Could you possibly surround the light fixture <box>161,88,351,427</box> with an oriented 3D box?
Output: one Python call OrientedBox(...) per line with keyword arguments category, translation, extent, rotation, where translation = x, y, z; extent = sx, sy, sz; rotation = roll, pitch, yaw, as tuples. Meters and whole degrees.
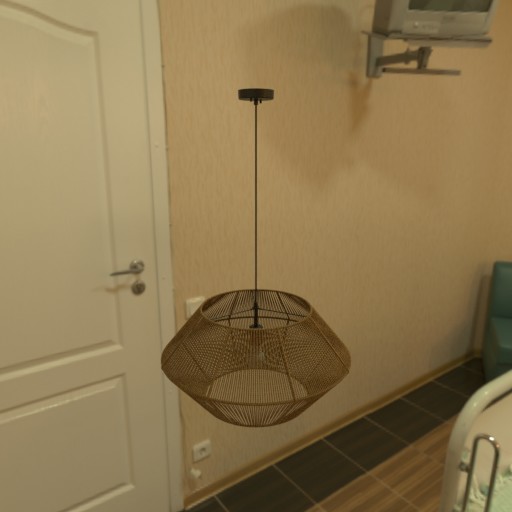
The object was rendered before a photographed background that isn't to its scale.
OrientedBox(category="light fixture", translation=(0.000, 0.000, 1.434), extent=(0.643, 1.009, 0.643), rotation=(0, 14, 0))
